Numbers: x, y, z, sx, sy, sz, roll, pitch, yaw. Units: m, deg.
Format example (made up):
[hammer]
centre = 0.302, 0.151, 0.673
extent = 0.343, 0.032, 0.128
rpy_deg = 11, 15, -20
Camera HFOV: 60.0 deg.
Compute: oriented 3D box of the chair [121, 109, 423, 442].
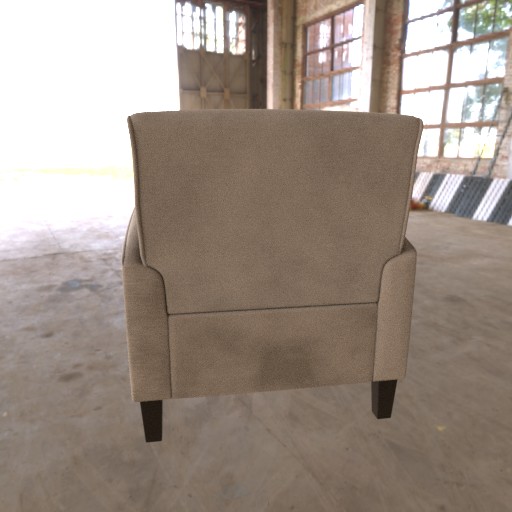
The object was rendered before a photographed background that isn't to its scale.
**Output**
[chair]
centre = 0.000, 0.000, 1.542
extent = 0.820, 0.915, 0.821
rpy_deg = -2, 14, -9
